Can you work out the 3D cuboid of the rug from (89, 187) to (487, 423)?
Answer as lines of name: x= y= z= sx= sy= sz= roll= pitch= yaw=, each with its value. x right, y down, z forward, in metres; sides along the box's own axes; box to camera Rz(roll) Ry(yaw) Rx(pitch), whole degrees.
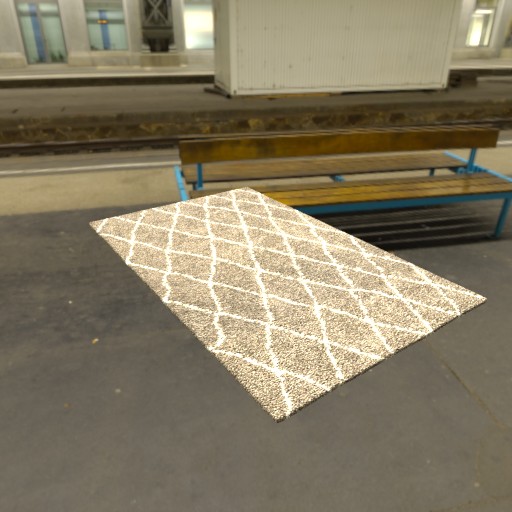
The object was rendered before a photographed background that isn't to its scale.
rug: x=0.000 y=0.000 z=3.023 sx=1.524 sy=0.030 sz=2.438 roll=-18 pitch=32 yaw=-31
